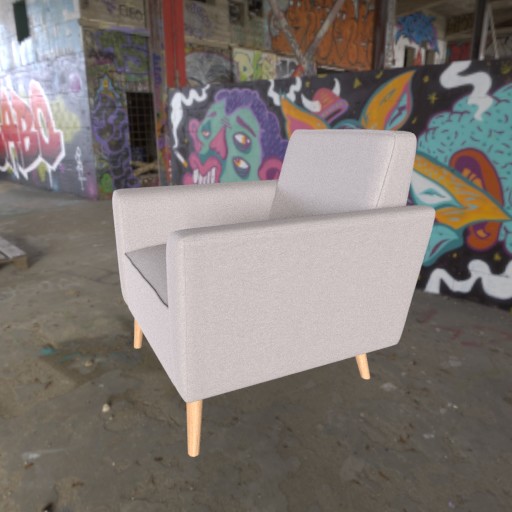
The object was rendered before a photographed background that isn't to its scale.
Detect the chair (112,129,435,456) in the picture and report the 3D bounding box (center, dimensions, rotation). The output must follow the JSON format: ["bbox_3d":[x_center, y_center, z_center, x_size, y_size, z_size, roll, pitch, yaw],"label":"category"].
[{"bbox_3d":[0.000,0.000,1.420,0.750,0.780,0.780,-8,18,-26],"label":"chair"}]
